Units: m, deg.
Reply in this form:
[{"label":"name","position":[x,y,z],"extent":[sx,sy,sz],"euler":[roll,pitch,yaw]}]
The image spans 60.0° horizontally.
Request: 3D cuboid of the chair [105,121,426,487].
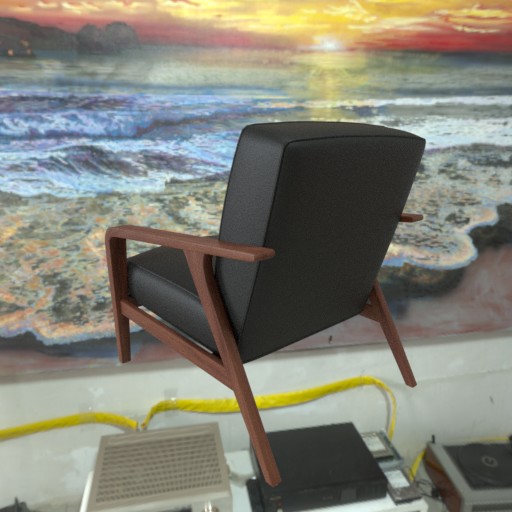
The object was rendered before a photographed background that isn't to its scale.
[{"label":"chair","position":[0.000,0.000,1.499],"extent":[0.719,0.861,0.889],"euler":[-13,20,-40]}]
